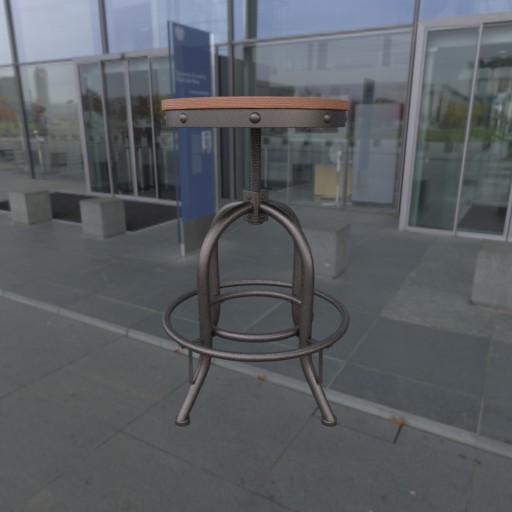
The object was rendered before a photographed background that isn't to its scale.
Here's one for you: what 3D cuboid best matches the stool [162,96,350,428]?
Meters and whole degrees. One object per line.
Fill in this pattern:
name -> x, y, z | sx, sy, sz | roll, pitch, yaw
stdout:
stool -> 0.000, 0.000, 0.925 | 0.439, 0.609, 0.439 | -16, 23, -42
